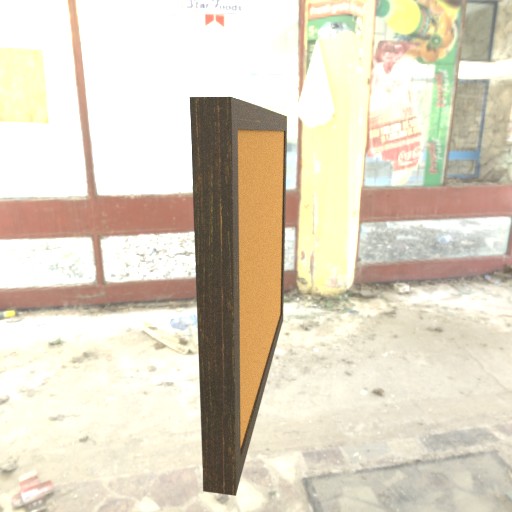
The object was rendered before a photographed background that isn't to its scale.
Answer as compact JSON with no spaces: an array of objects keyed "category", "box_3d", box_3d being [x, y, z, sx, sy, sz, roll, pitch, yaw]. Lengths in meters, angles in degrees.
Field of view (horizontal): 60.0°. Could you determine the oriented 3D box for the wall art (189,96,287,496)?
[{"category":"wall art","box_3d":[0.000,0.000,0.527,0.031,0.330,0.381,3,16,9]}]
